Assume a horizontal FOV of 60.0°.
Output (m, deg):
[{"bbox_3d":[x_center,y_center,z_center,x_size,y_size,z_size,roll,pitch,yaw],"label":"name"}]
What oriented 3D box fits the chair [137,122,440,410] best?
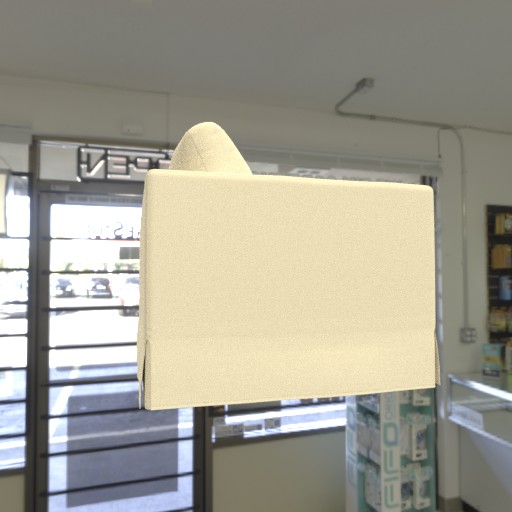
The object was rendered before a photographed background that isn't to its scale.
[{"bbox_3d":[0.000,0.000,1.863,0.957,0.878,1.150,1,-2,-15],"label":"chair"}]
